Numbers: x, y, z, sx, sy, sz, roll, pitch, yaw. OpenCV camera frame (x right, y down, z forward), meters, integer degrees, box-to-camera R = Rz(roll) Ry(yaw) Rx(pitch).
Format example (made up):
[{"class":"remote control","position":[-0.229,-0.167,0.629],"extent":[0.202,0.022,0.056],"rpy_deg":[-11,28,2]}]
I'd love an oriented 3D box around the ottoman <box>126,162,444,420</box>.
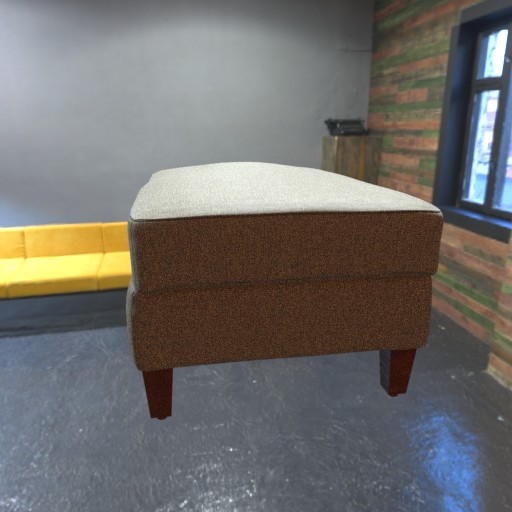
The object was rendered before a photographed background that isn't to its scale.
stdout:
[{"class":"ottoman","position":[0.000,0.000,1.258],"extent":[0.639,0.494,0.873],"rpy_deg":[-3,16,-9]}]
